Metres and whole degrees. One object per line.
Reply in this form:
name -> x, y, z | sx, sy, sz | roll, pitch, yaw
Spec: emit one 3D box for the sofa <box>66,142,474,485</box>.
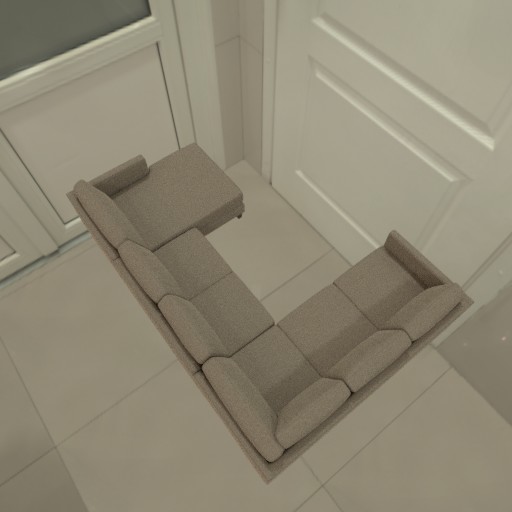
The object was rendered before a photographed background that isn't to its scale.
sofa -> 0.000, 0.000, 4.563 | 2.424, 0.865, 3.438 | -34, 66, -18
